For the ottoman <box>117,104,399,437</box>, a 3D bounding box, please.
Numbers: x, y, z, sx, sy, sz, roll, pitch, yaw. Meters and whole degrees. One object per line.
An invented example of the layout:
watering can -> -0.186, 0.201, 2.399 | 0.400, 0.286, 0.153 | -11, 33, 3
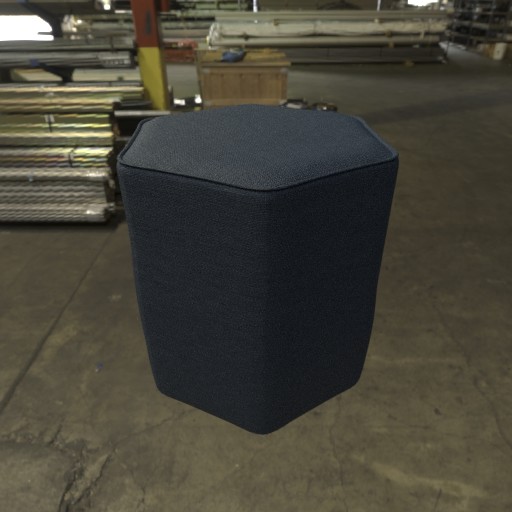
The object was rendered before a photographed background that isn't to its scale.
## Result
ottoman -> 0.000, 0.000, 0.888 | 0.454, 0.505, 0.492 | 0, 31, 1
